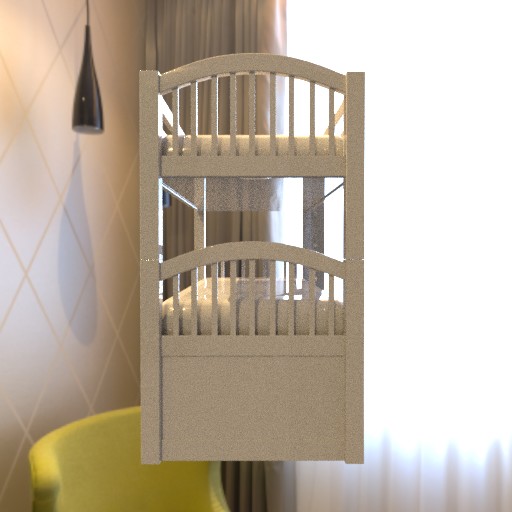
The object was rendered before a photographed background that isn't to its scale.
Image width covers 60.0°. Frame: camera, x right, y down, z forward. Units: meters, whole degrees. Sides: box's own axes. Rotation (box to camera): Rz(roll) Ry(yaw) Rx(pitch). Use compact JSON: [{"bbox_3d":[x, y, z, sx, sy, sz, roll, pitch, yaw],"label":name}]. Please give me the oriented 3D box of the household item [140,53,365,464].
[{"bbox_3d":[0.000,0.000,3.193,1.143,2.032,2.032,0,1,0],"label":"household item"}]
